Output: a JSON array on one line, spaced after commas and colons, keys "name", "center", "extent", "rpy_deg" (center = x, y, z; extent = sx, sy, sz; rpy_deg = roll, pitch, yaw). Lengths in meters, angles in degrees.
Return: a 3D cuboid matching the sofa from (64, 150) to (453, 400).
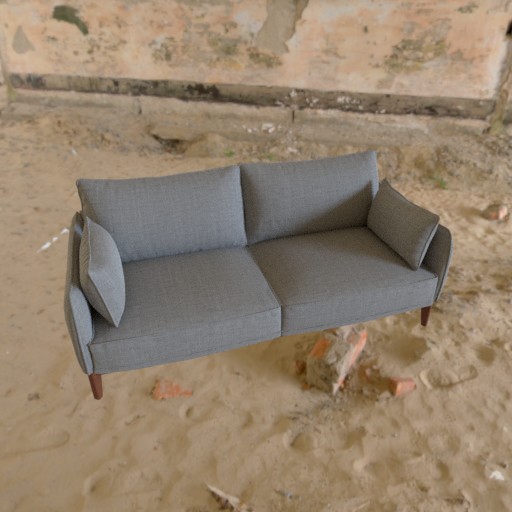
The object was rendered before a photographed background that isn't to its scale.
[{"name": "sofa", "center": [0.000, 0.000, 2.514], "extent": [1.989, 0.851, 0.972], "rpy_deg": [-9, 33, -14]}]
